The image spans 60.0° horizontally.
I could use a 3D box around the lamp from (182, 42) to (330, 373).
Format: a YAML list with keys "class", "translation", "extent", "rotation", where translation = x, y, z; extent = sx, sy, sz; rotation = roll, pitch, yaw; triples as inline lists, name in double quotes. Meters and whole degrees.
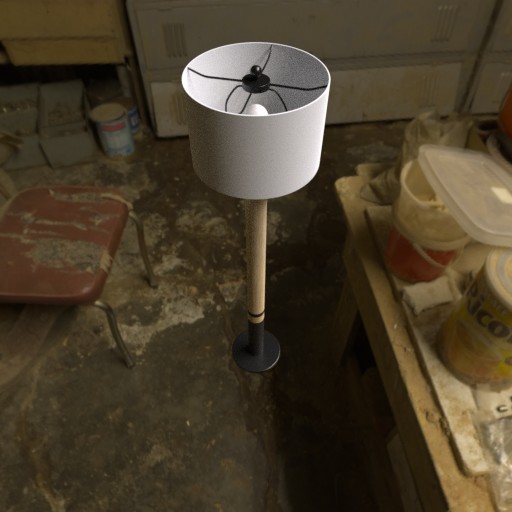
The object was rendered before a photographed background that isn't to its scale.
- class: "lamp"
  translation: [0.000, 0.000, 1.683]
  extent: [0.381, 1.478, 0.381]
  rotation: [-4, 49, -4]
